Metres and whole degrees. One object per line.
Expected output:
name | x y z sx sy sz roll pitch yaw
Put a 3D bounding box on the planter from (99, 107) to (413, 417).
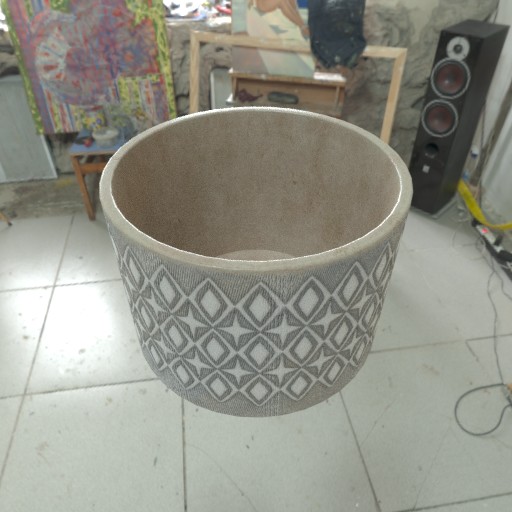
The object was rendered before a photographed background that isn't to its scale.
planter | 0.000 0.000 0.281 0.164 0.127 0.164 0 41 0
